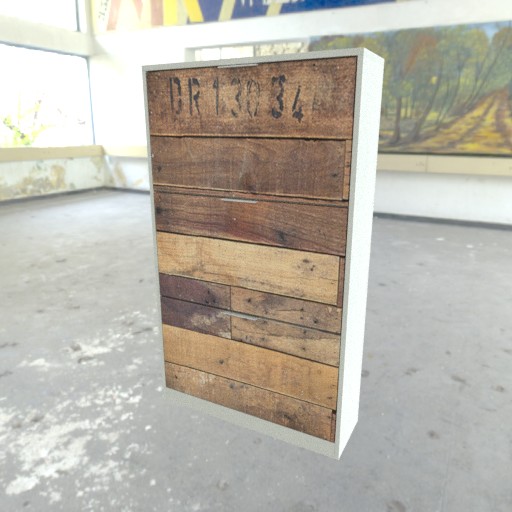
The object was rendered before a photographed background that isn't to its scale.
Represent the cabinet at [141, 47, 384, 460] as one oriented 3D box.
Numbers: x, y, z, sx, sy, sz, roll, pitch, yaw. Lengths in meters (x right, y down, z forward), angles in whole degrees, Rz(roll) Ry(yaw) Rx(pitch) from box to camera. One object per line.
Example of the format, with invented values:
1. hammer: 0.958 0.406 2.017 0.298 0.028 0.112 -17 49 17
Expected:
1. cabinet: 0.000 0.000 1.585 0.750 1.280 0.250 8 18 27
